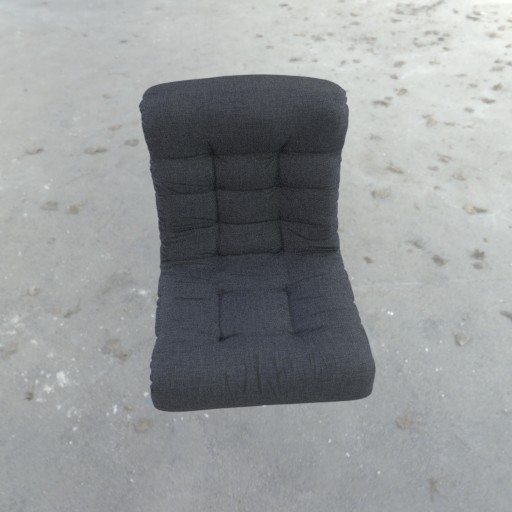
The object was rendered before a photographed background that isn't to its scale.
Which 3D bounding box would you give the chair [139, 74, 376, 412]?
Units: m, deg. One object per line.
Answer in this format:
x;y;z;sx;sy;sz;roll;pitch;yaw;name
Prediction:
0.000;0.000;1.231;0.597;0.749;0.668;-3;46;-3;chair
